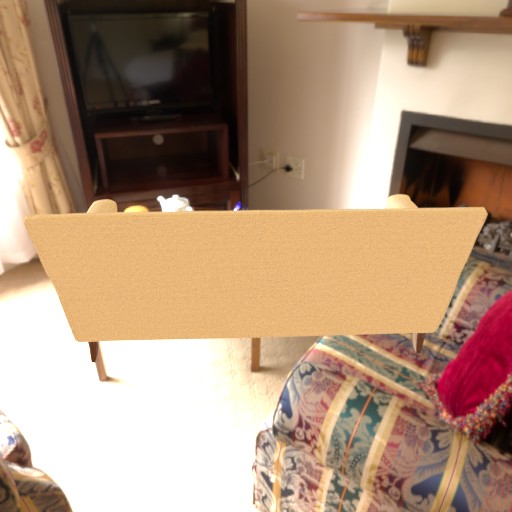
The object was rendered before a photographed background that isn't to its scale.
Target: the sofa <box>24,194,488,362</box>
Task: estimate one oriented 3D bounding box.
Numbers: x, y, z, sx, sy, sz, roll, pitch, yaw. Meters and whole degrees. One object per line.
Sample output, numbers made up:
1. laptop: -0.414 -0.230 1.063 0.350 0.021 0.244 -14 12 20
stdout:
1. sofa: 0.000 0.000 2.470 2.001 0.907 0.841 -1 30 -2
